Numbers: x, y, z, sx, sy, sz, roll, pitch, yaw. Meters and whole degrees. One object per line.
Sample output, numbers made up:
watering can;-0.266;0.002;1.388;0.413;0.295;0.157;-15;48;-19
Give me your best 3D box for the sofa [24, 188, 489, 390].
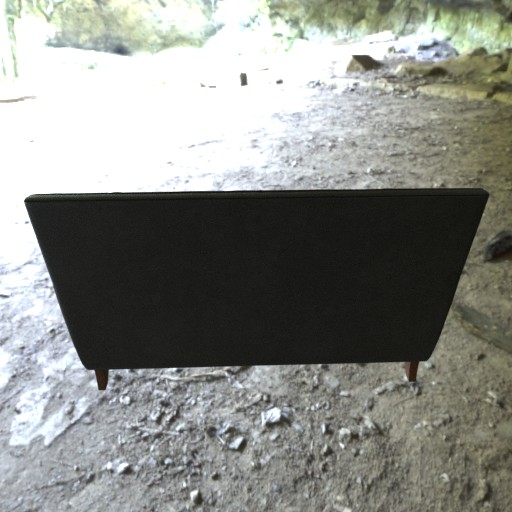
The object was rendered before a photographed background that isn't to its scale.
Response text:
sofa;0.000;0.000;1.939;1.473;0.871;0.787;-1;30;-2
